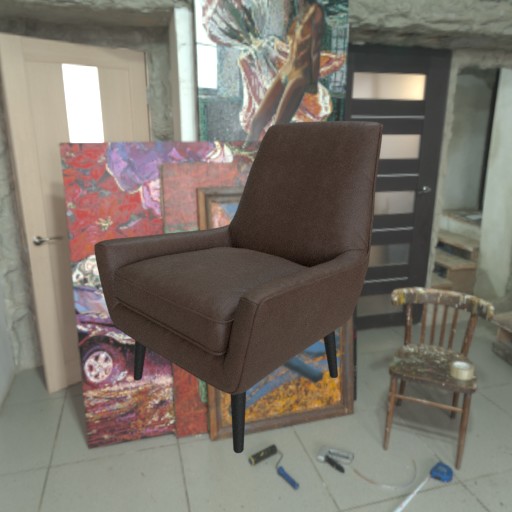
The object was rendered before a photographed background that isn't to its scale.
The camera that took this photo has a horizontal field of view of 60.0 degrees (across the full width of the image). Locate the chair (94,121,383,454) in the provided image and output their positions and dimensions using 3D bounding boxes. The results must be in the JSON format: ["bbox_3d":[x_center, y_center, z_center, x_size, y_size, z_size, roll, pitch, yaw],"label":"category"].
[{"bbox_3d":[0.000,0.000,1.507,0.787,0.888,0.824,15,21,43],"label":"chair"}]
